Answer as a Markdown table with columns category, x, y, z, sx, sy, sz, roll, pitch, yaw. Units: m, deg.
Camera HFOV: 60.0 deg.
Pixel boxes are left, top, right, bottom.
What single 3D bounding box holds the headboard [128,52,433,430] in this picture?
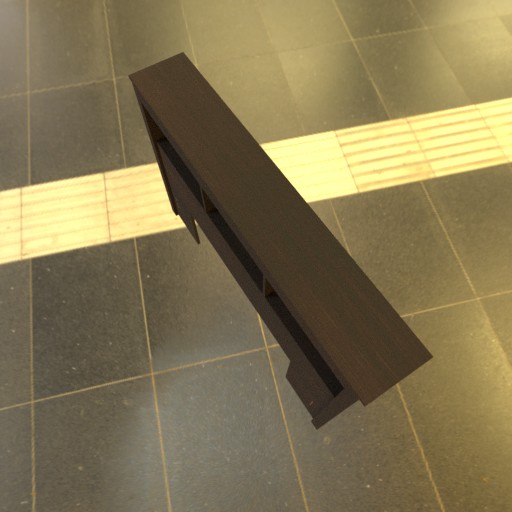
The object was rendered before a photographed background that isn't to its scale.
| category | x | y | z | sx | sy | sz | roll | pitch | yaw |
| --- | --- | --- | --- | --- | --- | --- | --- | --- | --- |
| headboard | 0.000 | 0.000 | 2.185 | 0.279 | 1.092 | 1.671 | -30 | 68 | -14 |
